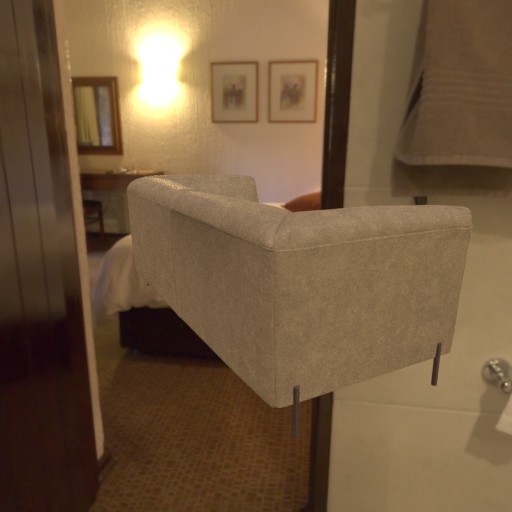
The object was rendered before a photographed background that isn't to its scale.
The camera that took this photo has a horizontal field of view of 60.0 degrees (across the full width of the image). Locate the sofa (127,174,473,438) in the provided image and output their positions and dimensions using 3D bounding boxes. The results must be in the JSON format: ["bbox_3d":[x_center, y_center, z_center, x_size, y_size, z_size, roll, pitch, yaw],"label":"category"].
[{"bbox_3d":[0.000,0.000,2.328,0.905,0.747,1.878,-8,16,-27],"label":"sofa"}]
